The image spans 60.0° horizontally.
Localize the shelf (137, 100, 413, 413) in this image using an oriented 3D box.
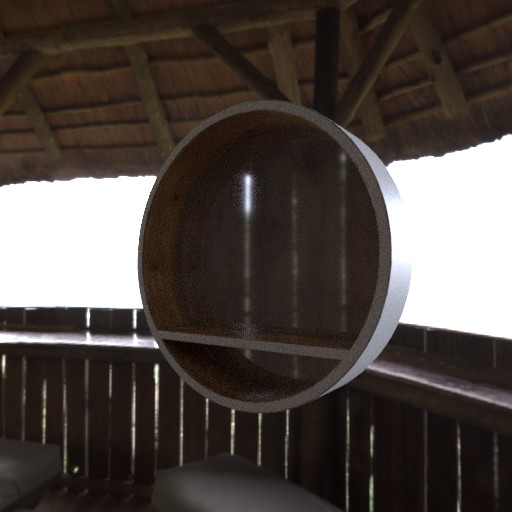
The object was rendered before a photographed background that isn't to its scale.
[{"bbox_3d":[0.000,0.000,1.224,0.806,0.807,0.158,-2,-3,35],"label":"shelf"}]
